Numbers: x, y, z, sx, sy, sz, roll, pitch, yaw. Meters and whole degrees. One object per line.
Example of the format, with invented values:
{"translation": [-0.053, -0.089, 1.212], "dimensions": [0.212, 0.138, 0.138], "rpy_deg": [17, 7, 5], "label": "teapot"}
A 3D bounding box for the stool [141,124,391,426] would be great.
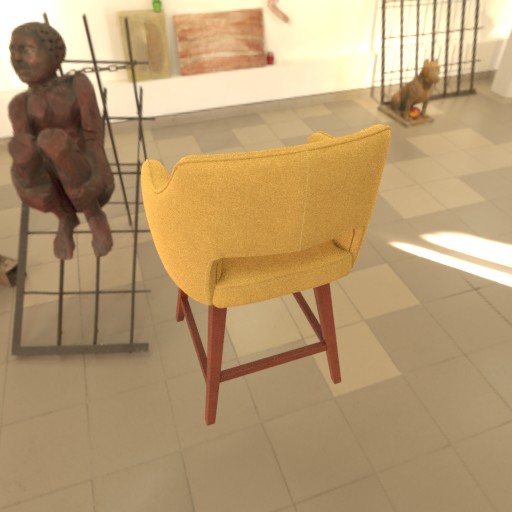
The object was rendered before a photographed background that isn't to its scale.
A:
{"translation": [0.000, 0.000, 1.267], "dimensions": [0.548, 0.924, 0.558], "rpy_deg": [-13, 42, -15], "label": "stool"}
